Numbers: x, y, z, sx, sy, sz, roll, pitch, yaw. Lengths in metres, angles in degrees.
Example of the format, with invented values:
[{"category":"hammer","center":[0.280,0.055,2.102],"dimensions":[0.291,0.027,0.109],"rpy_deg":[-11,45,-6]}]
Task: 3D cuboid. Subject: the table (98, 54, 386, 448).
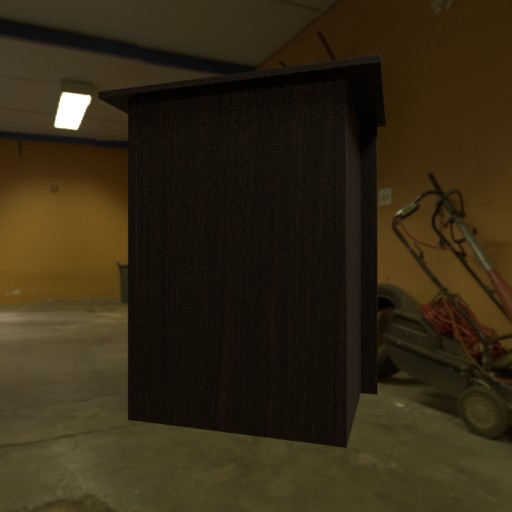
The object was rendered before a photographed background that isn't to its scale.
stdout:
[{"category":"table","center":[0.000,0.000,1.065],"dimensions":[0.591,0.711,0.406],"rpy_deg":[0,0,18]}]
